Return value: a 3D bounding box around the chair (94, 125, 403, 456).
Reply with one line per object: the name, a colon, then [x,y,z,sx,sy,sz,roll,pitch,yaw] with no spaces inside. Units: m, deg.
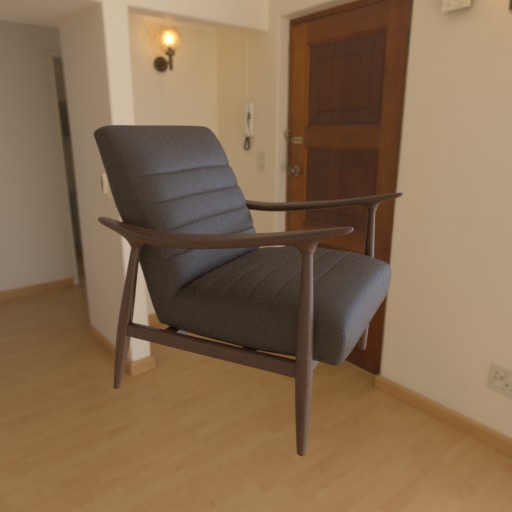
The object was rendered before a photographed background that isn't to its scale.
chair: [0.000,0.000,1.452,0.798,0.831,0.741,8,17,26]
